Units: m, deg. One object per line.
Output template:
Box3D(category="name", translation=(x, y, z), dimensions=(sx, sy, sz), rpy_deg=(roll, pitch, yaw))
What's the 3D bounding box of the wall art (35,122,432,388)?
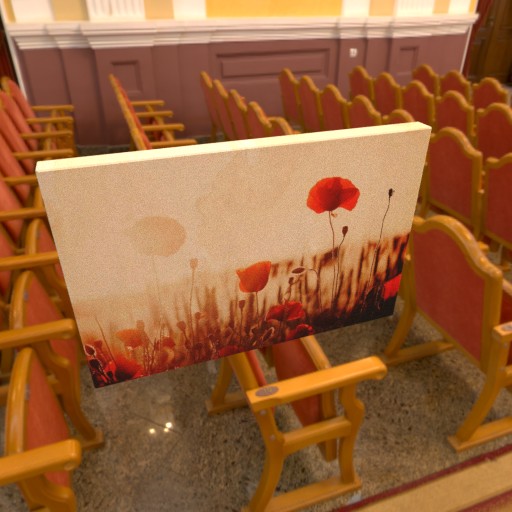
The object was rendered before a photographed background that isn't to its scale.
Box3D(category="wall art", translation=(0.000, 0.000, 0.775), dimensions=(0.613, 0.402, 0.040), rpy_deg=(-10, 33, -16))
